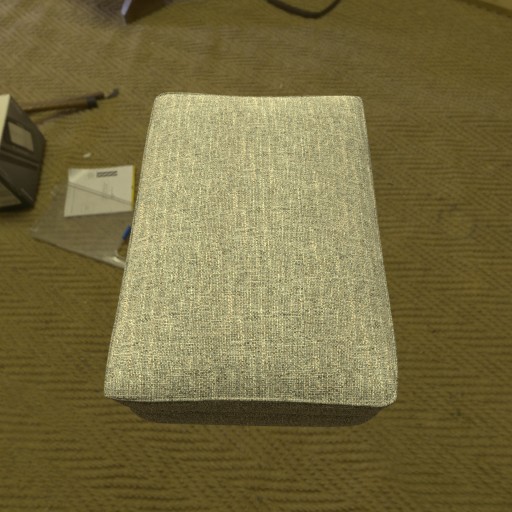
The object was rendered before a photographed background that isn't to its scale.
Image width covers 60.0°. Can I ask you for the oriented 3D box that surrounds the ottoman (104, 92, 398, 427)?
[{"bbox_3d":[0.000,0.000,0.966,0.508,0.406,0.686,1,62,1],"label":"ottoman"}]
